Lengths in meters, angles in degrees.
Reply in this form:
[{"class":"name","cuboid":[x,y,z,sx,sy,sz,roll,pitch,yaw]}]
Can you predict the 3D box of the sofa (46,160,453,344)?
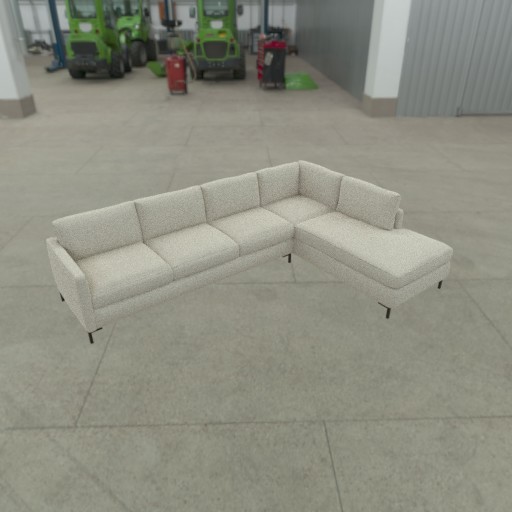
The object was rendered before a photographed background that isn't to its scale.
[{"class":"sofa","cuboid":[0.000,0.000,3.849,2.949,0.815,2.007,-20,35,-32]}]
